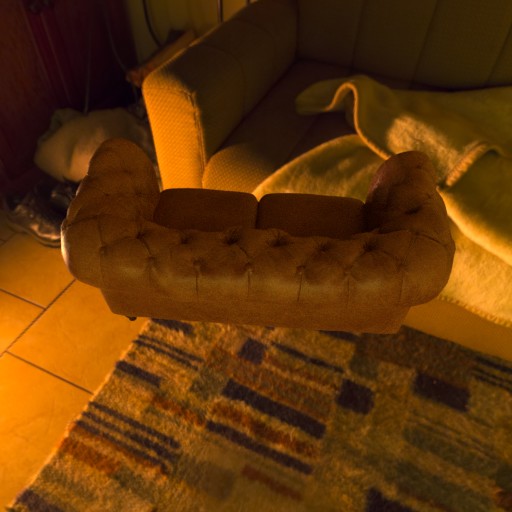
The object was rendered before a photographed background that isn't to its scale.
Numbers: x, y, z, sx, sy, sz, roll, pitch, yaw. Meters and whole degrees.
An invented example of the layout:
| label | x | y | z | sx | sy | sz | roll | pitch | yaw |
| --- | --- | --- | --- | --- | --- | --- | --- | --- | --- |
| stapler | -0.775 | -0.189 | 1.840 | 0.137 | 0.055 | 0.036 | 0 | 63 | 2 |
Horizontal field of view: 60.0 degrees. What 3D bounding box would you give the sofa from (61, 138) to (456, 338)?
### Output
| label | x | y | z | sx | sy | sz | roll | pitch | yaw |
| --- | --- | --- | --- | --- | --- | --- | --- | --- | --- |
| sofa | 0.000 | 0.000 | 2.512 | 1.979 | 0.877 | 1.042 | 3 | 46 | 3 |
